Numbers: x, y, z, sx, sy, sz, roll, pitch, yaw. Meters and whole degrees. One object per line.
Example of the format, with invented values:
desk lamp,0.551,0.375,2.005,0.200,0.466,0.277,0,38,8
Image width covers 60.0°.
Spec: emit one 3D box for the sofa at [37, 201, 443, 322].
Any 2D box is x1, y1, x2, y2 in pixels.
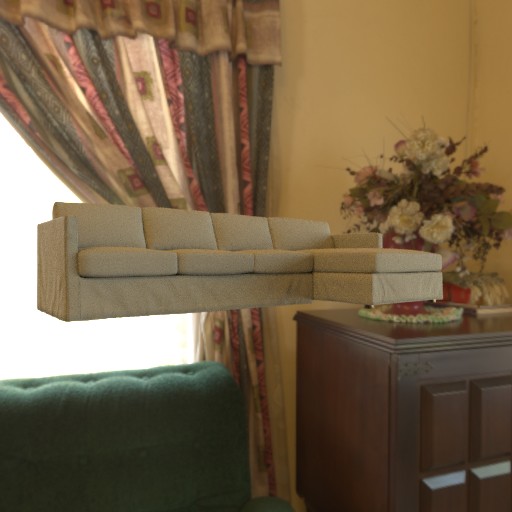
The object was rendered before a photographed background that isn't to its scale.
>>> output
sofa,0.000,0.000,3.831,3.177,0.867,1.622,0,-1,-37
